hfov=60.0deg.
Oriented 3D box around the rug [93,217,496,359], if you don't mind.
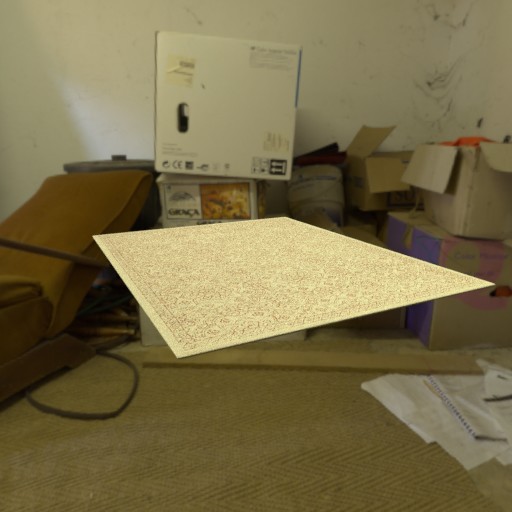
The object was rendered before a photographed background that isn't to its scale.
[{"bbox_3d":[0.000,0.000,4.055,2.441,0.015,3.050,-8,17,-26],"label":"rug"}]
